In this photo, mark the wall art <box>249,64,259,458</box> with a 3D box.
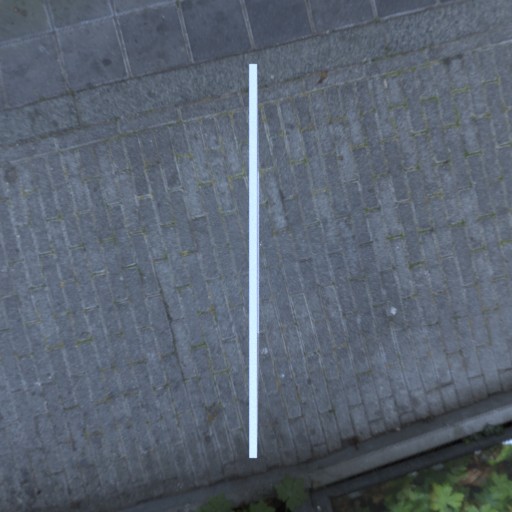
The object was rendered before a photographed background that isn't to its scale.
[{"bbox_3d":[0.000,0.000,1.210,0.013,0.940,0.659,0,91,1],"label":"wall art"}]
